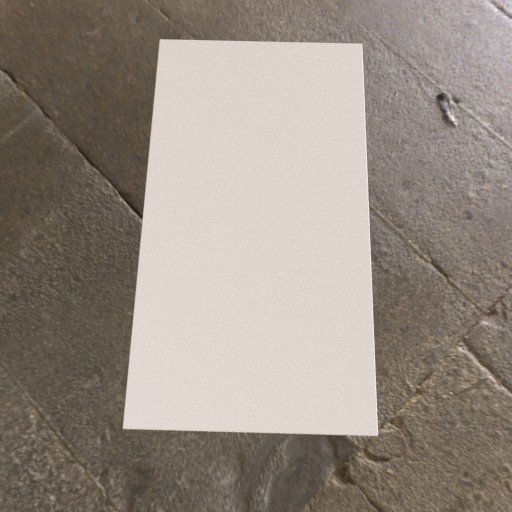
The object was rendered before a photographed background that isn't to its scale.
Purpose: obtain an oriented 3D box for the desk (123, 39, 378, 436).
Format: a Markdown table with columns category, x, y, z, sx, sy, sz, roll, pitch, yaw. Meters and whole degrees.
| category | x | y | z | sx | sy | sz | roll | pitch | yaw |
| --- | --- | --- | --- | --- | --- | --- | --- | --- | --- |
| desk | 0.000 | 0.000 | 1.329 | 0.498 | 0.729 | 0.900 | 1 | 75 | 0 |
